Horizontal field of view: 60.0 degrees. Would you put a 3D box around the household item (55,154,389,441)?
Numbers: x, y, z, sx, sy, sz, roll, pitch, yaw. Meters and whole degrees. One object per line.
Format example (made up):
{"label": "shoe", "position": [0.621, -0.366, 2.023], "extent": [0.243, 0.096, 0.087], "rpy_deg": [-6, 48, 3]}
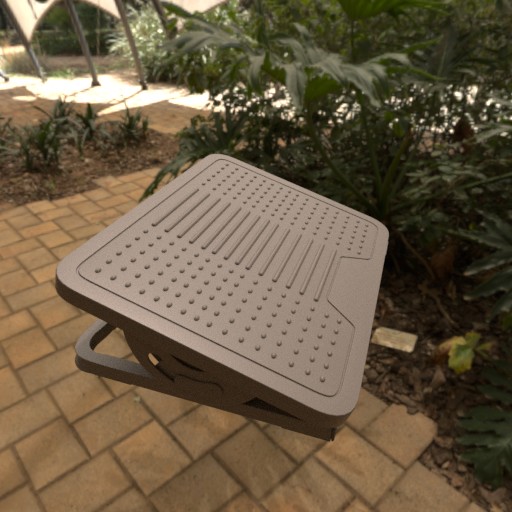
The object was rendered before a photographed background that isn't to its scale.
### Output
{"label": "household item", "position": [0.000, 0.000, 0.546], "extent": [0.301, 0.126, 0.390], "rpy_deg": [10, 32, 16]}
